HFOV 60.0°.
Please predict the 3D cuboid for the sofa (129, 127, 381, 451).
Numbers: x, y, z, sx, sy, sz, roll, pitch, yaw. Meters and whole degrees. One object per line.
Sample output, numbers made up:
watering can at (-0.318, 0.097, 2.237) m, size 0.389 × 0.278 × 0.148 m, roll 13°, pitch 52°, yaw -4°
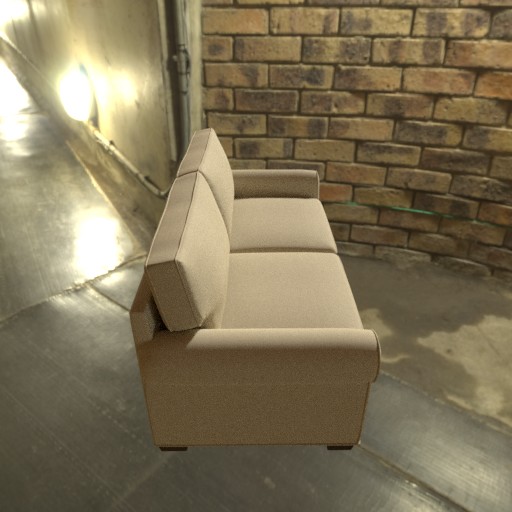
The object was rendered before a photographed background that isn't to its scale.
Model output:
sofa at (0.000, 0.000, 2.287) m, size 0.861 × 0.933 × 1.774 m, roll 0°, pitch 31°, yaw -1°
